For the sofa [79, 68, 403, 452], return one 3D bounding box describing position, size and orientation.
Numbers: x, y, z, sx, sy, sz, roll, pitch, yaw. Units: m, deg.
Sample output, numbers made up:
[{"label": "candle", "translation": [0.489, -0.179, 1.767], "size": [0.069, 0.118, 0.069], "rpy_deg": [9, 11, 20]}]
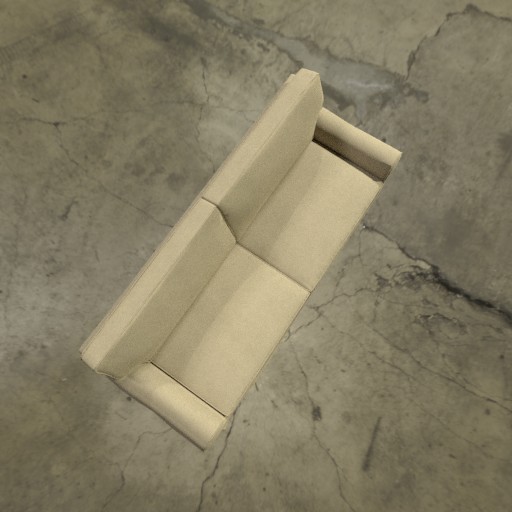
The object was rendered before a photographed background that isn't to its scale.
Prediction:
[{"label": "sofa", "translation": [0.000, 0.000, 2.833], "size": [0.900, 1.014, 2.246], "rpy_deg": [34, 78, 8]}]
